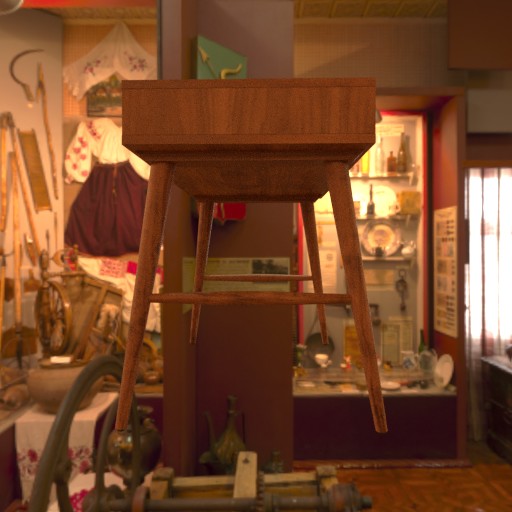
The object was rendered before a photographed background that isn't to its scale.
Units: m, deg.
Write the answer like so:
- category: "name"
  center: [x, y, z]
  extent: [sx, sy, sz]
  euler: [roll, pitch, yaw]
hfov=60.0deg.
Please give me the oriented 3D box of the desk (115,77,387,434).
- category: "desk"
  center: [0.000, 0.000, 1.417]
  extent: [0.588, 0.758, 0.949]
  euler: [0, 0, 2]
